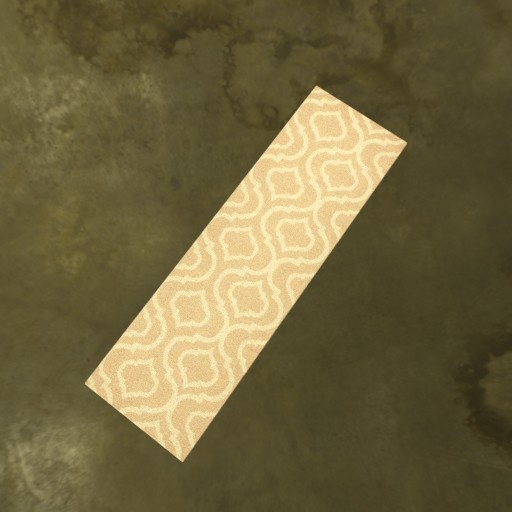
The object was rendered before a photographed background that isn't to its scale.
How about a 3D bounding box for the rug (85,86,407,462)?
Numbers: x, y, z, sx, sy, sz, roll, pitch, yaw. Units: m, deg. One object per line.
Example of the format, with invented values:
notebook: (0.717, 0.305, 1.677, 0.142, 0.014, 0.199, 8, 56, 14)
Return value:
rug: (0.000, 0.000, 2.619, 0.691, 0.013, 2.289, 35, 80, 7)
